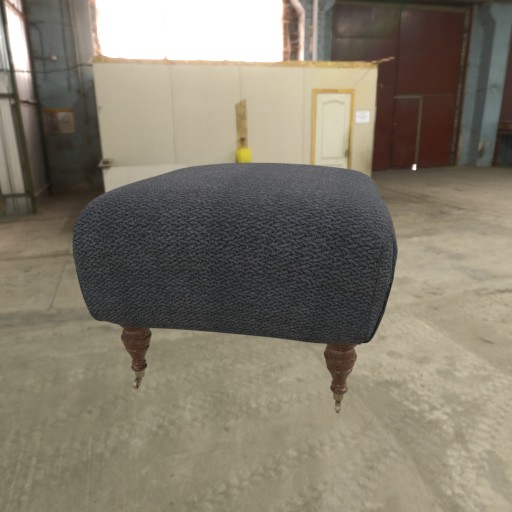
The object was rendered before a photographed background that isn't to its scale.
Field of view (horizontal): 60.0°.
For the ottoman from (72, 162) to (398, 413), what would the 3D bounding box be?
[{"bbox_3d":[0.000,0.000,1.145,0.622,0.450,0.747,3,18,11],"label":"ottoman"}]
